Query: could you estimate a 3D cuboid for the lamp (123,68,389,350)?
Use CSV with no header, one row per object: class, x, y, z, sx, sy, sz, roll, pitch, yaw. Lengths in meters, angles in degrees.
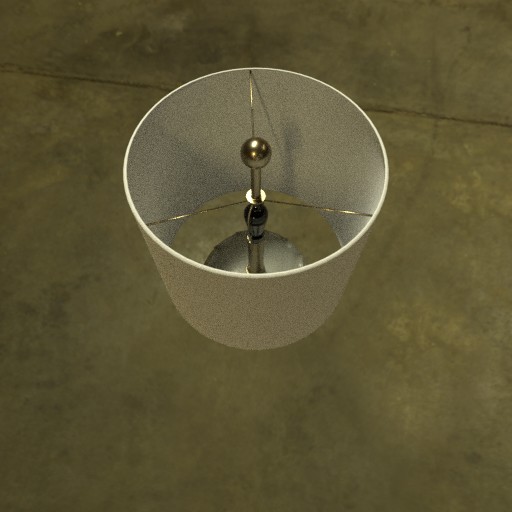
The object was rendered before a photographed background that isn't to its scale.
lamp,0.000,0.000,0.608,0.254,0.452,0.254,0,62,0
